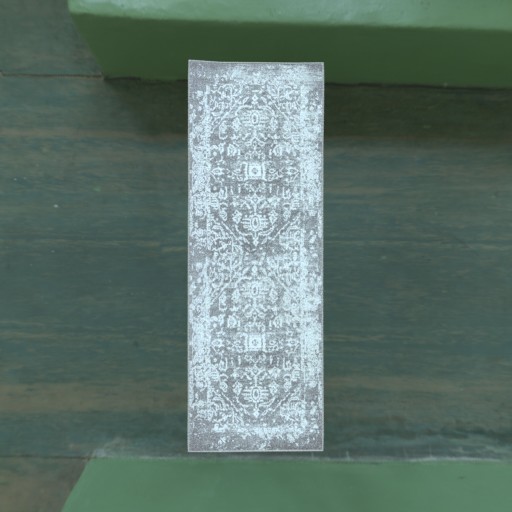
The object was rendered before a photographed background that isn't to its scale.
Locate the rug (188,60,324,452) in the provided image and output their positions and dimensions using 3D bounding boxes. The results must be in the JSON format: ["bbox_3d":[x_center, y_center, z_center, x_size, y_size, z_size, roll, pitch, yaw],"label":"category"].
[{"bbox_3d":[0.000,0.000,2.773,0.855,0.017,2.452,0,90,-1],"label":"rug"}]
